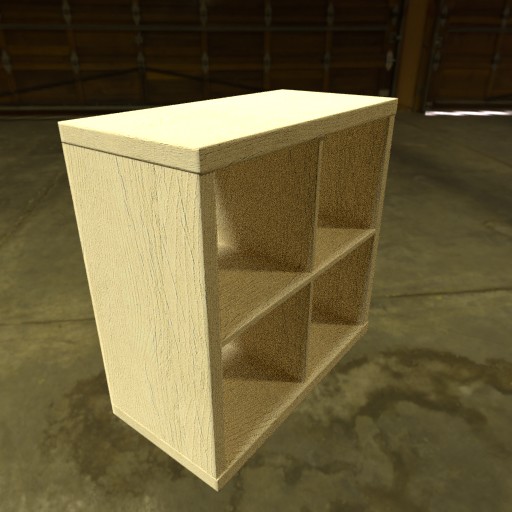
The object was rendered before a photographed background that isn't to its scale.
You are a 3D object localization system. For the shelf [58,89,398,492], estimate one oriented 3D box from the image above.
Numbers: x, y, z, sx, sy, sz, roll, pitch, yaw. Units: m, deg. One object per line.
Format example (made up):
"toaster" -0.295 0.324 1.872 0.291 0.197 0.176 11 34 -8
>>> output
"shelf" 0.000 0.000 1.232 0.390 0.786 0.790 19 32 33
